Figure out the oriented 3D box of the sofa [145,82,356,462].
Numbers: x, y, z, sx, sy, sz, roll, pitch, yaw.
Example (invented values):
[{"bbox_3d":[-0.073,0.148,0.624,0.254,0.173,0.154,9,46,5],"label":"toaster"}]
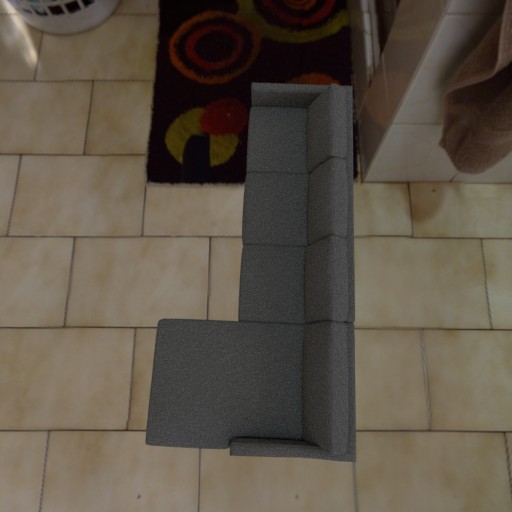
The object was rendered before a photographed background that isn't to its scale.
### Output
[{"bbox_3d":[0.000,0.000,3.882,1.625,0.846,3.186,3,75,1],"label":"sofa"}]
